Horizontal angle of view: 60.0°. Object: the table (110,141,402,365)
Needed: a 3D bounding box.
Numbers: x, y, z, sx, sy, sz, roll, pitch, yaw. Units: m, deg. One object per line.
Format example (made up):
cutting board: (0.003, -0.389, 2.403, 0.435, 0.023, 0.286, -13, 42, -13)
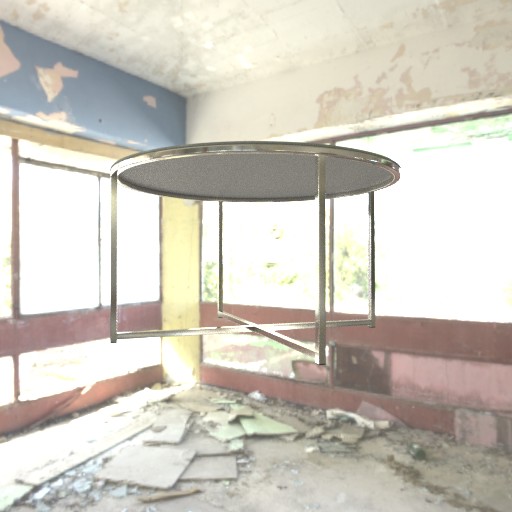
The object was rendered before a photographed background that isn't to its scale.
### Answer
table: (0.000, 0.000, 1.277, 0.800, 0.450, 0.800, 0, -1, 0)
